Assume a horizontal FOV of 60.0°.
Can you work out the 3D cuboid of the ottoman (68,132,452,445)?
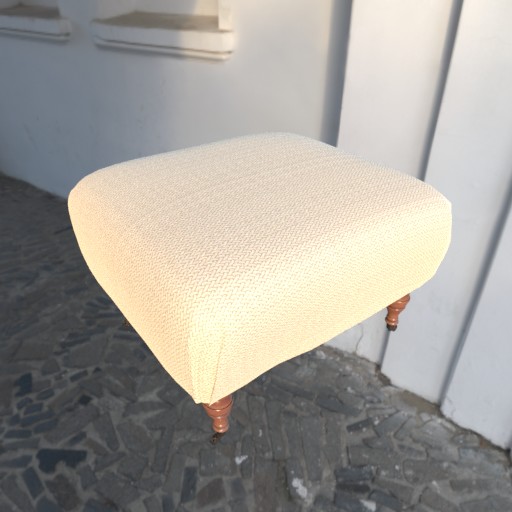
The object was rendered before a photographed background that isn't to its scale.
[{"bbox_3d":[0.000,0.000,1.053,0.684,0.447,0.622,-22,38,-30],"label":"ottoman"}]
